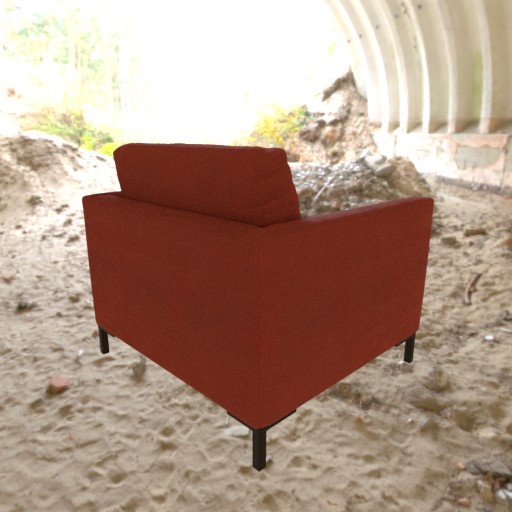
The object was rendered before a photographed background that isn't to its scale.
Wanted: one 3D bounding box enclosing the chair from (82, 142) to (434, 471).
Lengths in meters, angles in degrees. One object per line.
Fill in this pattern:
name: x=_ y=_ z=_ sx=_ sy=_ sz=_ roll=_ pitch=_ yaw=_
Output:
chair: x=0.000 y=0.000 z=1.629 sx=0.875 sy=0.812 sz=0.964 roll=-15 pitch=21 yaw=-42
